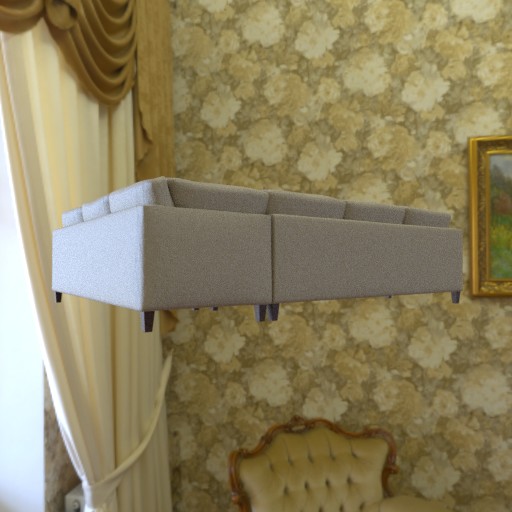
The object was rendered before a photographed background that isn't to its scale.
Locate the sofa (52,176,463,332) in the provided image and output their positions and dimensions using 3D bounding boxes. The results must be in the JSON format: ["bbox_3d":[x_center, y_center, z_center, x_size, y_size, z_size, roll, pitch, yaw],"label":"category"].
[{"bbox_3d":[0.000,0.000,4.420,3.333,0.934,2.522,1,-1,-35],"label":"sofa"}]
